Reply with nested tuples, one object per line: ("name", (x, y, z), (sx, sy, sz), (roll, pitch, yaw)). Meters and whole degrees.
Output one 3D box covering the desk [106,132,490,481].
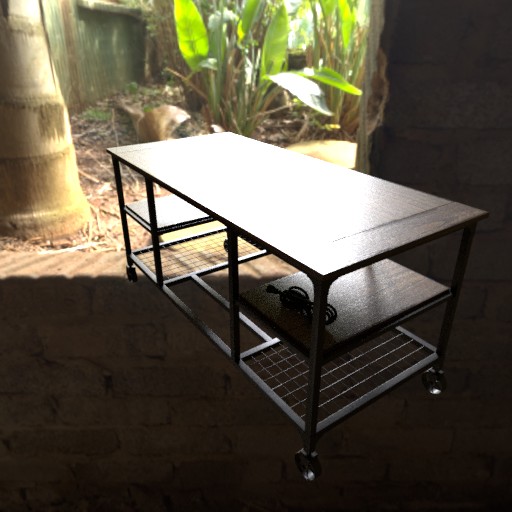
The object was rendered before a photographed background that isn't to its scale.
("desk", (0.000, 0.000, 1.959), (0.711, 0.751, 1.590), (-17, 32, -31))
